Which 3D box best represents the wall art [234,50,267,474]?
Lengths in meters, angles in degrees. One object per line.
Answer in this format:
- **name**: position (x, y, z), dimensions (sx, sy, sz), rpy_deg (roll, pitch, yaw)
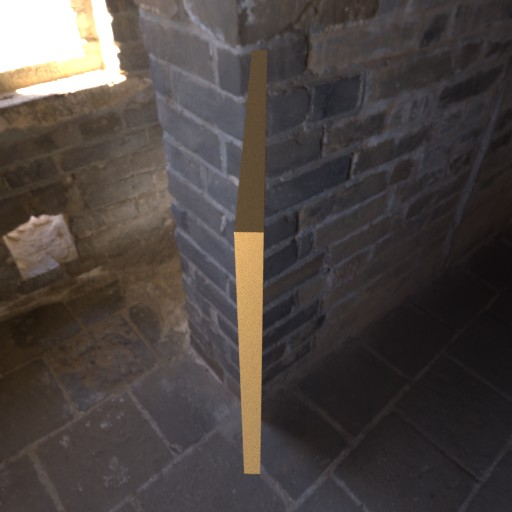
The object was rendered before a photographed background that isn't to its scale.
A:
- **wall art**: position (0.000, 0.000, 2.846), dimensions (0.099, 1.926, 1.926), rpy_deg (1, 42, 1)
